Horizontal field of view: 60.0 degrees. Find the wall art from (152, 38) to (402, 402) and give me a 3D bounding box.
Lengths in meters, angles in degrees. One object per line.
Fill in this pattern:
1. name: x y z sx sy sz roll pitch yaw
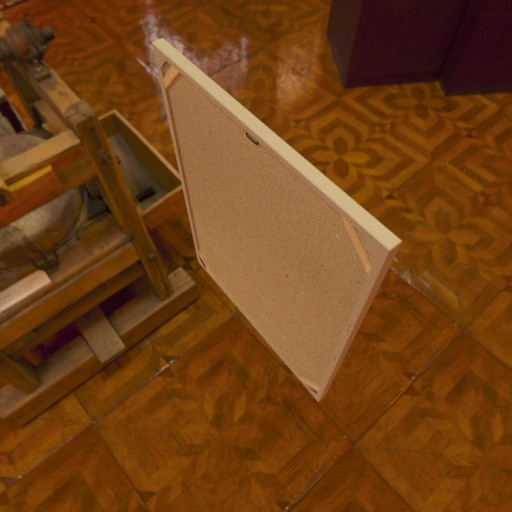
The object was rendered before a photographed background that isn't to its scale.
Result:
1. wall art: 0.000 0.000 1.604 0.038 1.212 0.914 -34 64 -19
